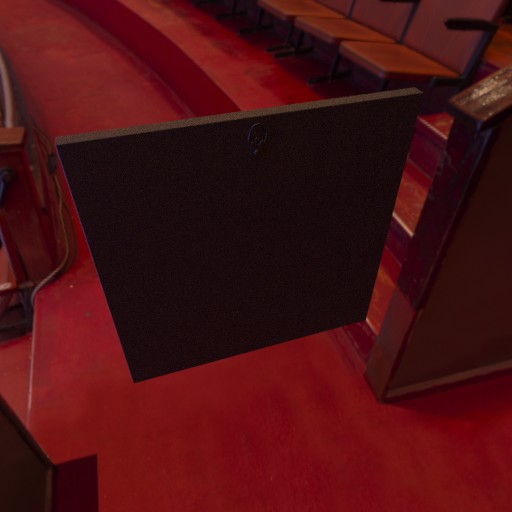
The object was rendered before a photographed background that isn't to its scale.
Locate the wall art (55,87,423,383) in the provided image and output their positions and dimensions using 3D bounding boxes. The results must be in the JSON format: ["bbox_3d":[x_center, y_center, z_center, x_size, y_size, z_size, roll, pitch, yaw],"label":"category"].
[{"bbox_3d":[0.000,0.000,1.205,0.805,0.807,0.043,-12,43,-14],"label":"wall art"}]
